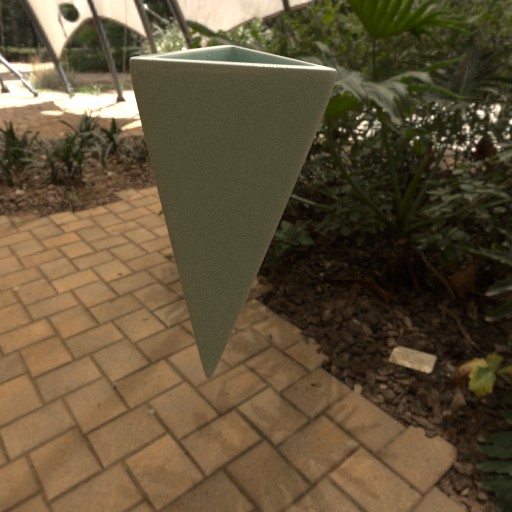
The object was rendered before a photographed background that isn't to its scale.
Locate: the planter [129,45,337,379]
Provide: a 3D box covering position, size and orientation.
[{"bbox_3d":[0.000,0.000,0.212,0.064,0.178,0.080,11,30,19],"label":"planter"}]
